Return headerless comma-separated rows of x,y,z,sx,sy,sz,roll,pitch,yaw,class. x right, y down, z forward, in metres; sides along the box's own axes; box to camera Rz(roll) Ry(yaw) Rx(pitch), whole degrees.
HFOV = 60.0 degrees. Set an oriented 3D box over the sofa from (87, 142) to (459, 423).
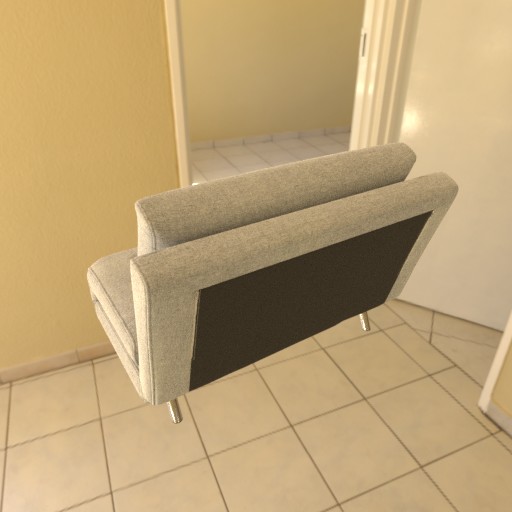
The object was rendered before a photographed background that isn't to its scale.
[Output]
0.000,0.000,1.839,1.220,0.910,0.910,-18,35,-28,sofa
